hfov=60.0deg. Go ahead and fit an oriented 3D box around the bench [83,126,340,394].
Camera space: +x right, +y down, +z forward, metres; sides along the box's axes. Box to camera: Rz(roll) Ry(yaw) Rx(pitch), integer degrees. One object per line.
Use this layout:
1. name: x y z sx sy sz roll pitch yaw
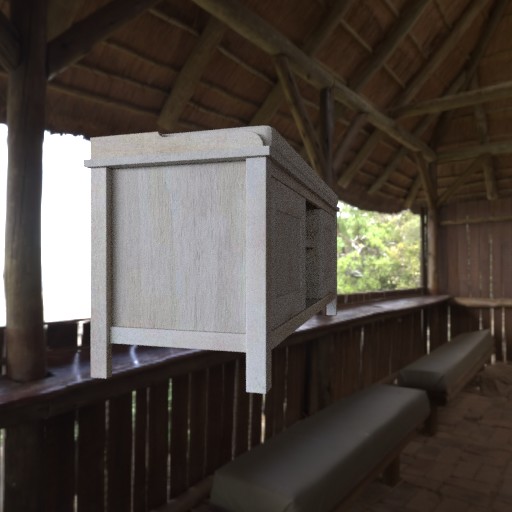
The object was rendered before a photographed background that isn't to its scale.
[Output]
1. bench: 0.000 0.000 1.403 0.398 0.501 1.140 0 0 17
